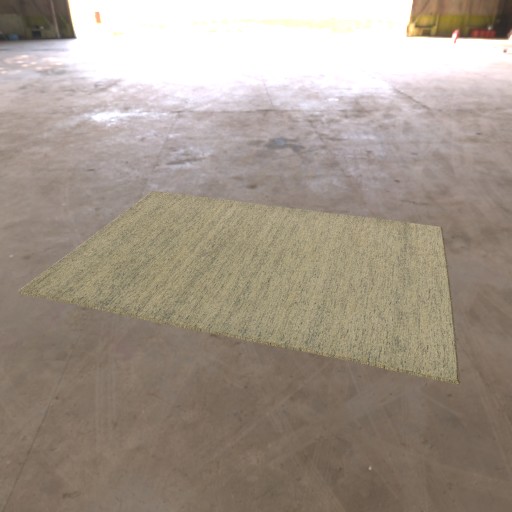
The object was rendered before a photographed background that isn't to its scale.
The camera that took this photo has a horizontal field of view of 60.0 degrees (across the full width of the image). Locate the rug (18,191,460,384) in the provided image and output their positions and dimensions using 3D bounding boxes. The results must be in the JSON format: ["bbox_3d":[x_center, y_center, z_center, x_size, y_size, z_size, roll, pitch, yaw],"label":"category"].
[{"bbox_3d":[0.000,0.000,2.251,1.846,0.014,1.243,9,32,15],"label":"rug"}]
